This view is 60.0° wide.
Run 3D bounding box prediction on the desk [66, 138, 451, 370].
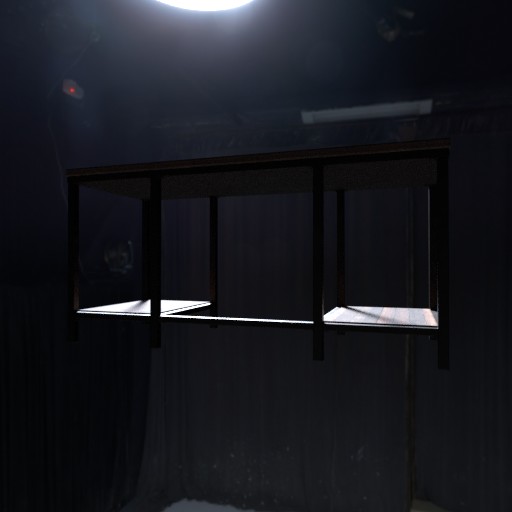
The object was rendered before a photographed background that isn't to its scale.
[{"bbox_3d":[0.000,0.000,1.968,1.538,0.753,0.617,0,-1,19],"label":"desk"}]
